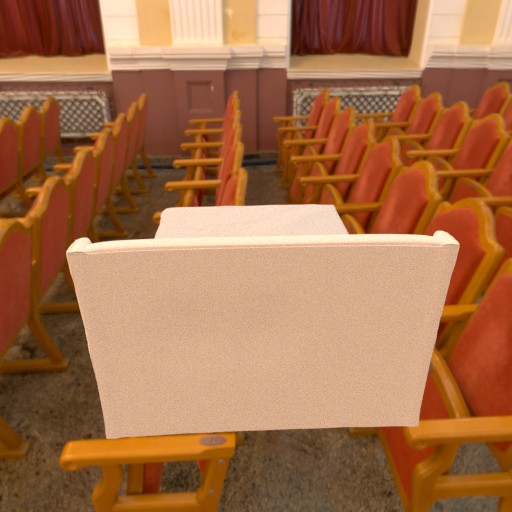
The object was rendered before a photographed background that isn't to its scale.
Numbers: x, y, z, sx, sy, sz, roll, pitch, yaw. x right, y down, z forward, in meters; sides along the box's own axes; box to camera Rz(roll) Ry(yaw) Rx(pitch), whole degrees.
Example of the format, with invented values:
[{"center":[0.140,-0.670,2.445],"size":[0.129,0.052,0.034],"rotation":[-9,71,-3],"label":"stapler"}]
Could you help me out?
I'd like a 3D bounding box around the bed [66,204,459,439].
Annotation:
[{"center":[0.000,0.000,3.410],"size":[1.925,1.332,2.276],"rotation":[-1,28,-2],"label":"bed"}]
